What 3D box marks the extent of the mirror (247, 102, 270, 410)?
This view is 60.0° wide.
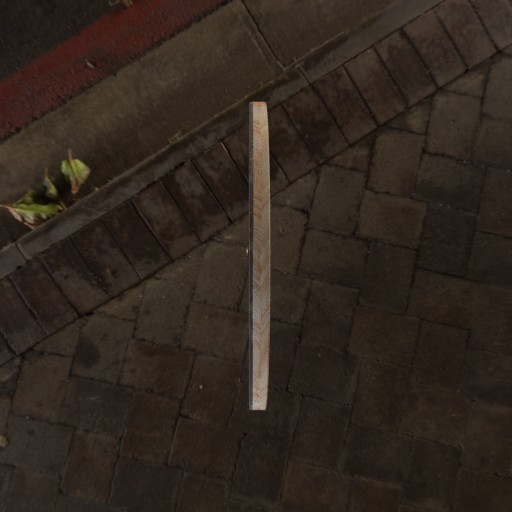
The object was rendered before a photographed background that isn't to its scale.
[{"bbox_3d":[0.000,0.000,1.084,0.038,0.710,0.710,0,90,-1],"label":"mirror"}]
